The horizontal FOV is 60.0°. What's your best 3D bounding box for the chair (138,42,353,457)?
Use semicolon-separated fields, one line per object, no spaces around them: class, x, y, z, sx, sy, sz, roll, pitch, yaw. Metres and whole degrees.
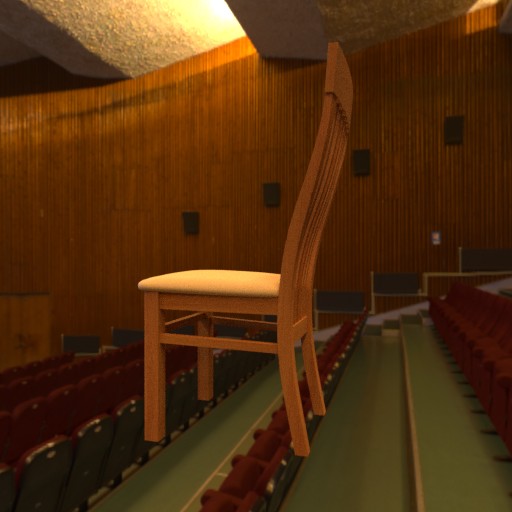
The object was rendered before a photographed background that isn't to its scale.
chair;0.000;0.000;1.380;0.580;1.050;0.450;0;0;17
